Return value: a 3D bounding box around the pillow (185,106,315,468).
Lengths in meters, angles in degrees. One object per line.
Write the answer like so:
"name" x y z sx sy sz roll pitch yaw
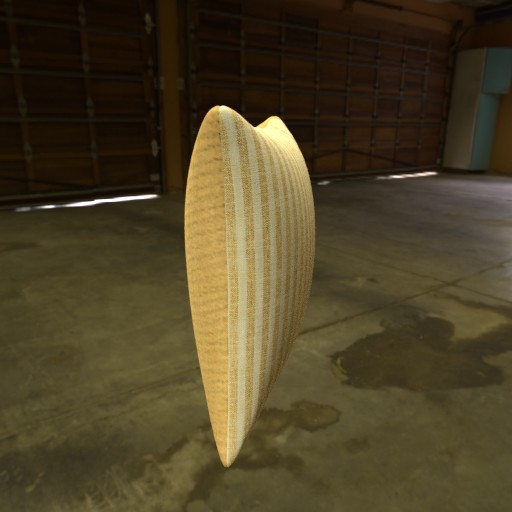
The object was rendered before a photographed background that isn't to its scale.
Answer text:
"pillow" 0.000 0.000 0.660 0.173 0.407 0.419 3 16 9
